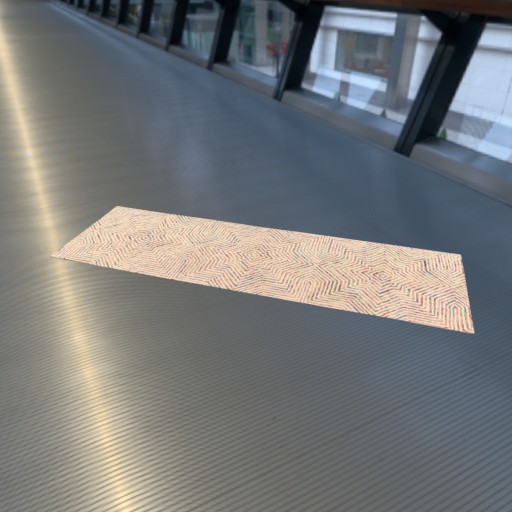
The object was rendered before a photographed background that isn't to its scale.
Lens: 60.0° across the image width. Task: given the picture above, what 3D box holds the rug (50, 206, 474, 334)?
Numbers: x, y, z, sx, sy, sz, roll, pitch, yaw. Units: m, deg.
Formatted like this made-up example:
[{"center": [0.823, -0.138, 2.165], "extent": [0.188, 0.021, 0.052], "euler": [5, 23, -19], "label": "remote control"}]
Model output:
[{"center": [0.000, 0.000, 2.756], "extent": [2.443, 0.009, 0.771], "euler": [9, 33, 14], "label": "rug"}]
